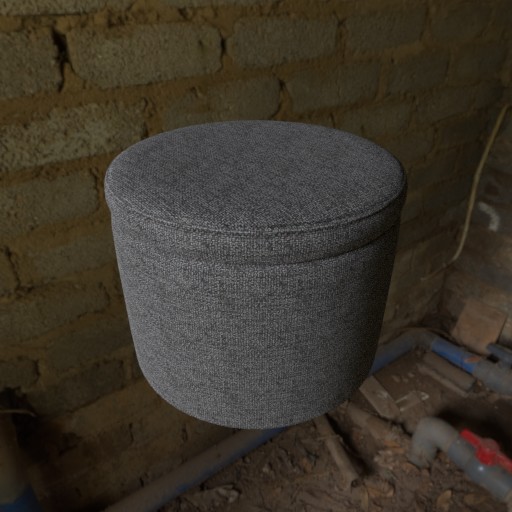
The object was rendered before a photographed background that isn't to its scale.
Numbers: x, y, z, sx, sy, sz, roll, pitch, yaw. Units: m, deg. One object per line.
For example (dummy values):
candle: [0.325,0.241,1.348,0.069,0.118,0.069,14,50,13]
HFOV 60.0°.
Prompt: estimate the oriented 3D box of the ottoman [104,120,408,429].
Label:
ottoman: [0.000,0.000,0.880,0.520,0.430,0.520,0,32,0]
